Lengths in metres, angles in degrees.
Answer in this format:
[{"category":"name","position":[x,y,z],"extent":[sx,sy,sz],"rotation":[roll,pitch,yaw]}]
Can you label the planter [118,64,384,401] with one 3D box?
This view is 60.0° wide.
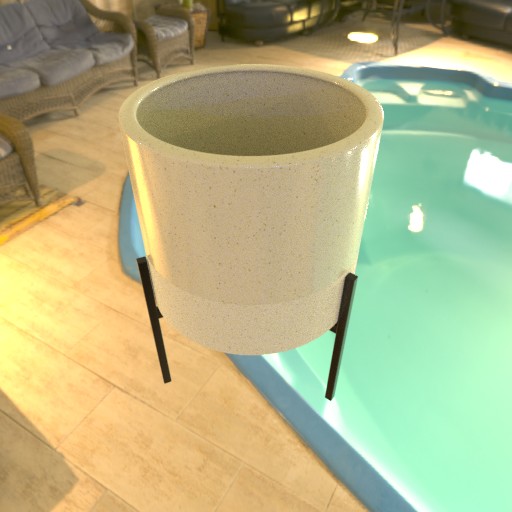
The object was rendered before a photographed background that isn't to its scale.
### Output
[{"category":"planter","position":[0.000,0.000,0.331],"extent":[0.159,0.230,0.152],"rotation":[25,46,27]}]
